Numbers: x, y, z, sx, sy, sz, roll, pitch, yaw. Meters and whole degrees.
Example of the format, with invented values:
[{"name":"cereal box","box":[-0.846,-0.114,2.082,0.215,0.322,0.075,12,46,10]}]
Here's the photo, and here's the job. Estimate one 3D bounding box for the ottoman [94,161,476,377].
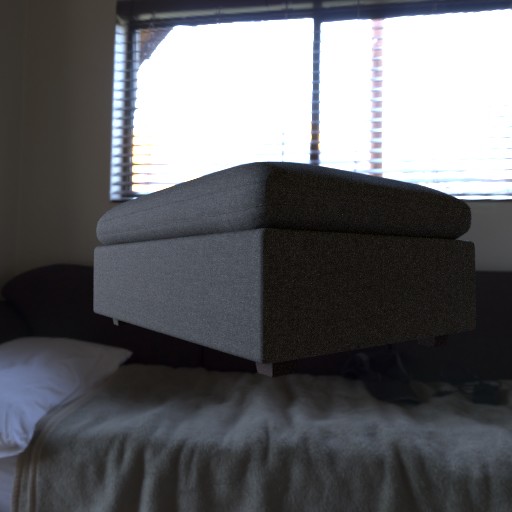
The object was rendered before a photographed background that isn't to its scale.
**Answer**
[{"name":"ottoman","box":[0.000,0.000,1.392,0.711,0.483,1.041,1,-1,-36]}]
